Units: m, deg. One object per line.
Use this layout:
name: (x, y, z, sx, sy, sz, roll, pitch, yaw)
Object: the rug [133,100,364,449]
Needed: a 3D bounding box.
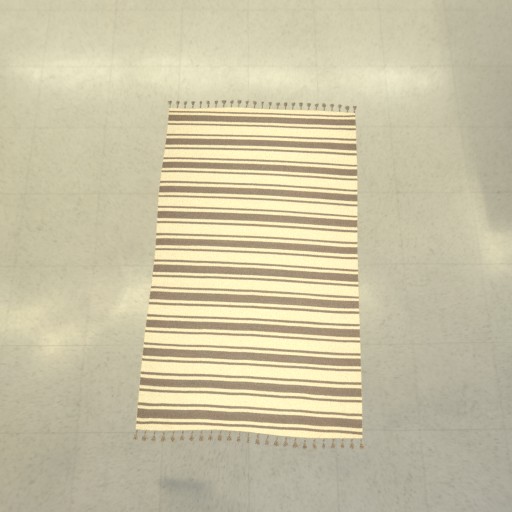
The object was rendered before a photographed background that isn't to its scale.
rug: (0.000, 0.000, 2.619, 1.229, 0.011, 2.096, 2, 75, 1)
